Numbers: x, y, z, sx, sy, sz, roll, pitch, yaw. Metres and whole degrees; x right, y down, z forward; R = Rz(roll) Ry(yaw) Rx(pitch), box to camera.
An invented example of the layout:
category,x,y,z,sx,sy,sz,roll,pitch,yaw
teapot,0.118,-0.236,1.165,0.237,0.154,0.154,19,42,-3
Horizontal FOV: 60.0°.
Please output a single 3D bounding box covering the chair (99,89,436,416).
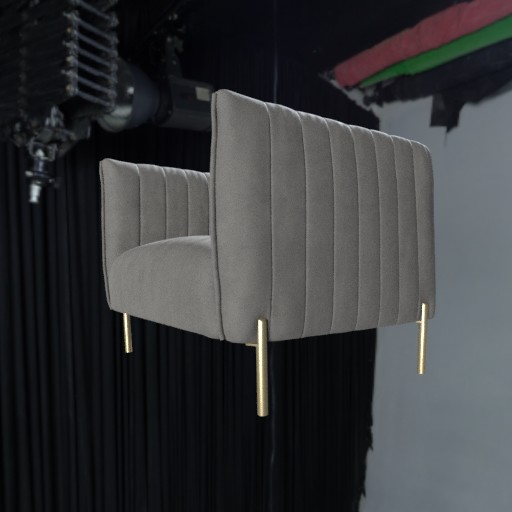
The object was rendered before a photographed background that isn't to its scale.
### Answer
category,x,y,z,sx,sy,sz,roll,pitch,yaw
chair,0.000,0.000,1.621,0.873,0.779,0.981,0,-1,-36
